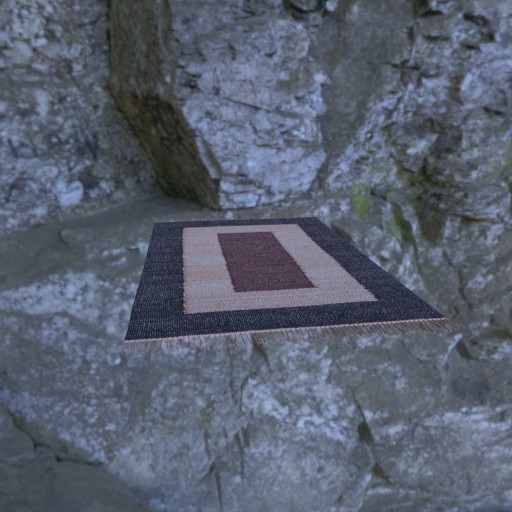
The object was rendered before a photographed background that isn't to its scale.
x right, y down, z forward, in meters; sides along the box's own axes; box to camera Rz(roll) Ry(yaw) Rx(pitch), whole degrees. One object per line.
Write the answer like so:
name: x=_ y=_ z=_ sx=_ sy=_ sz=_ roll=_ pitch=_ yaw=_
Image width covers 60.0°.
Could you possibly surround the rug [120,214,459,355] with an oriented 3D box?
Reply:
rug: x=0.000 y=0.000 z=2.495 sx=1.224 sy=0.027 sz=2.021 roll=-3 pitch=18 yaw=-8
